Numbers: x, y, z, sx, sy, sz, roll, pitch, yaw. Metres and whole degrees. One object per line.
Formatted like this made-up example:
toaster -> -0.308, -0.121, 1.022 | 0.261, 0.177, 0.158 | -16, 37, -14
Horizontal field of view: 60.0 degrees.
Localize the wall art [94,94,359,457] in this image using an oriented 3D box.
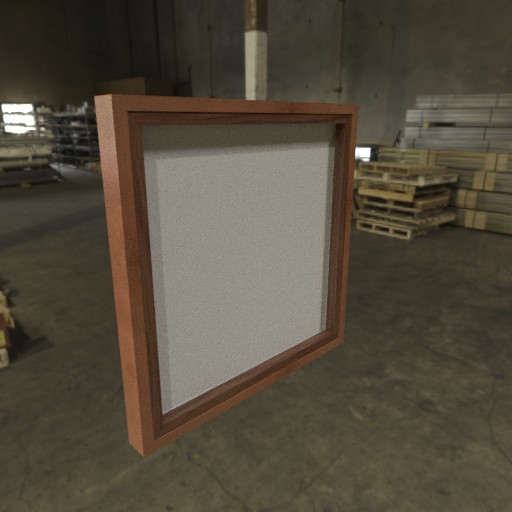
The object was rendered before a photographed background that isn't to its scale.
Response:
wall art -> 0.000, 0.000, 0.609 | 0.403, 0.403, 0.035 | -16, 23, -42
